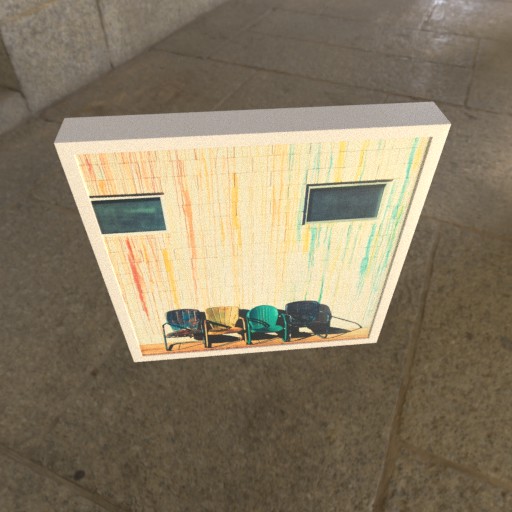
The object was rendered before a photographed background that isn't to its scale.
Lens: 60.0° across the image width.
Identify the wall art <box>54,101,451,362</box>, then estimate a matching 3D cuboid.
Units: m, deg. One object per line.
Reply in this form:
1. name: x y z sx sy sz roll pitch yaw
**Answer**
1. wall art: 0.000 0.000 0.460 0.305 0.305 0.038 -4 45 -4
